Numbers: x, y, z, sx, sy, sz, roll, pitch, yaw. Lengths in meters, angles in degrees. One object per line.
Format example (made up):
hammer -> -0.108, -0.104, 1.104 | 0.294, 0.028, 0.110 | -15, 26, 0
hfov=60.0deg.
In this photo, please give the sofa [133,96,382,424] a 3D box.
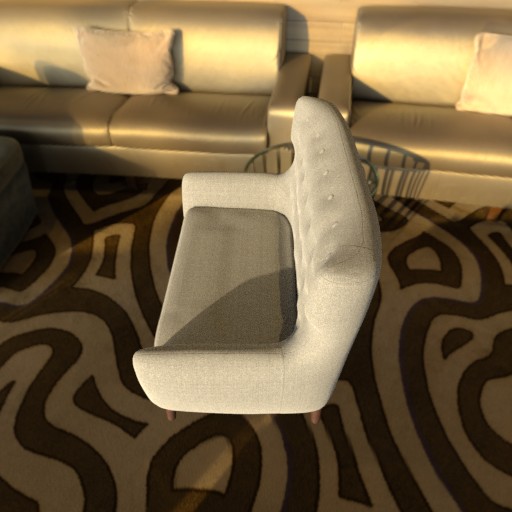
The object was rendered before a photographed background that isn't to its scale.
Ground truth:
sofa -> 0.000, 0.000, 2.092 | 0.884, 1.028, 1.386 | 1, 41, 1
